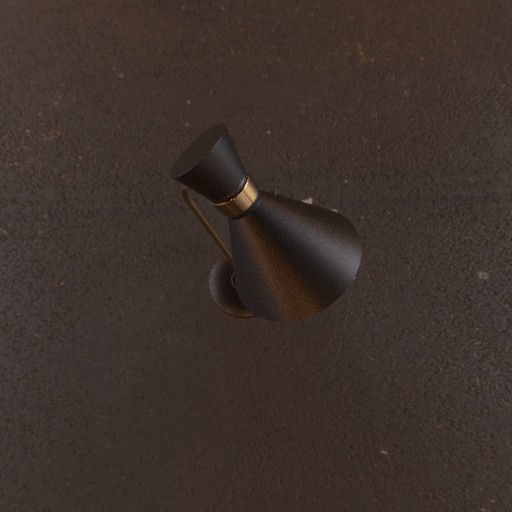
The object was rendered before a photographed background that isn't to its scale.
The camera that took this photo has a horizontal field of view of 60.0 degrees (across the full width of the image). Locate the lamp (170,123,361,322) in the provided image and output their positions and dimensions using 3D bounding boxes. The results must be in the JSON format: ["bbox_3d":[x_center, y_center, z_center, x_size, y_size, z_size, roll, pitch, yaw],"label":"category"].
[{"bbox_3d":[0.000,0.000,0.754,0.292,0.647,0.189,35,78,9],"label":"lamp"}]
